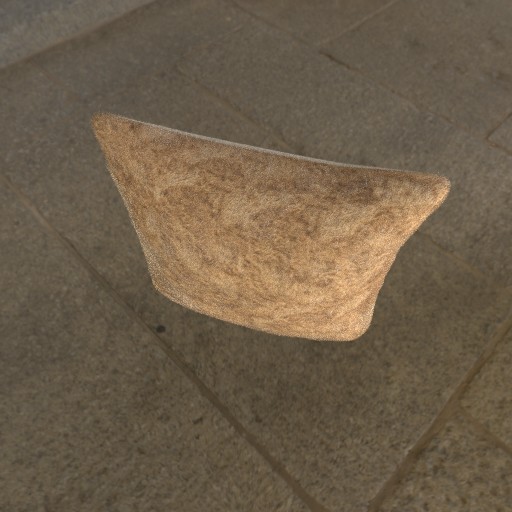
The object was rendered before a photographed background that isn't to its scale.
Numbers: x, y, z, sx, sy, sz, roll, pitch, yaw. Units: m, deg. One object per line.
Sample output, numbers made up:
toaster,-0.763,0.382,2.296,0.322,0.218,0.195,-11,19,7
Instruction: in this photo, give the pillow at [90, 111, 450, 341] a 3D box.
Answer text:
pillow,0.000,0.000,0.830,0.538,0.525,0.216,13,58,9
